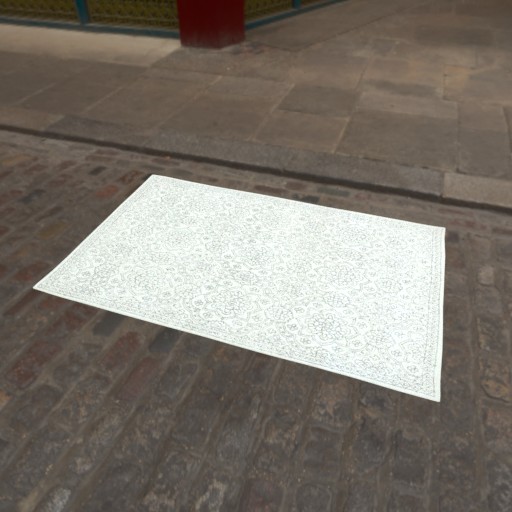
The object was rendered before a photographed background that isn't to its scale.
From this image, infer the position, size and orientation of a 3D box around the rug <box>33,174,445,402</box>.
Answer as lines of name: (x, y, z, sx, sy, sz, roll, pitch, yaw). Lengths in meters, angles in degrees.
rug: (0.000, 0.000, 3.013, 2.434, 0.023, 1.518, 12, 41, 14)
